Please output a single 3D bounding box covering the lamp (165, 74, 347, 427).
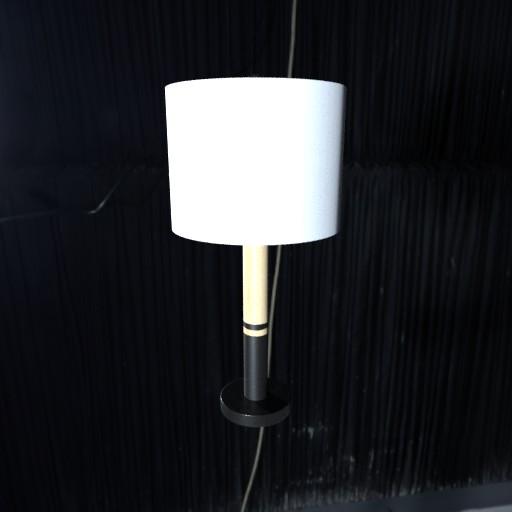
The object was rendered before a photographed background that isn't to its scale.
[{"bbox_3d":[0.000,0.000,0.835,0.305,0.640,0.305,-3,15,-10],"label":"lamp"}]
